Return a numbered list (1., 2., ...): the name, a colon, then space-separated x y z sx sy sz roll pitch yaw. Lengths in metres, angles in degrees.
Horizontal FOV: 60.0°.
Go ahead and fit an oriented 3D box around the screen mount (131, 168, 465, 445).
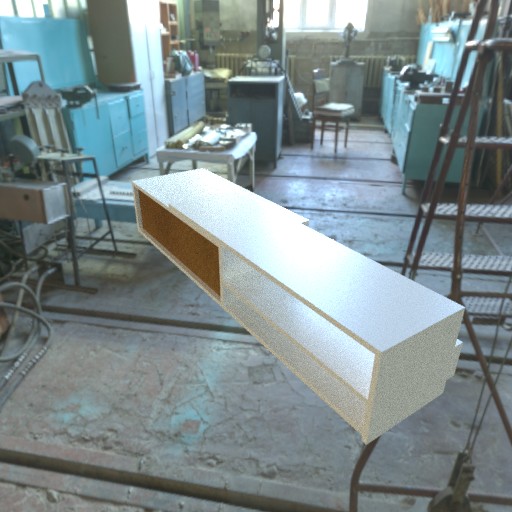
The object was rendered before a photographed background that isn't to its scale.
1. screen mount: 0.000 0.000 1.856 0.420 0.320 1.680 -17 32 -30
